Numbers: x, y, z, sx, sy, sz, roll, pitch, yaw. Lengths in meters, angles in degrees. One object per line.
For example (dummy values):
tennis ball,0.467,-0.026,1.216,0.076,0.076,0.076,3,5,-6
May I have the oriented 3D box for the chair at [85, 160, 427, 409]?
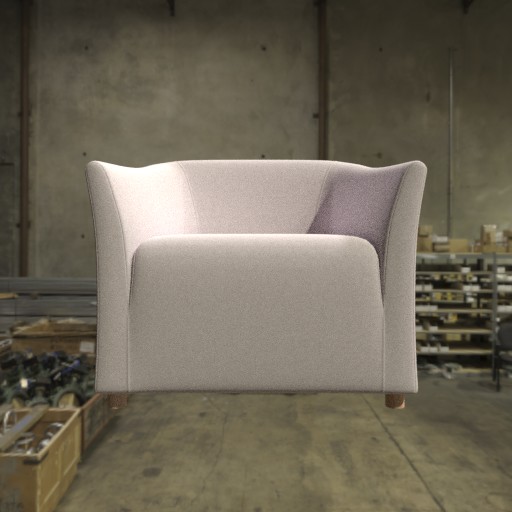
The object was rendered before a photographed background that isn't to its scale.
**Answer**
chair,0.000,0.000,1.353,0.790,0.720,0.700,0,0,0
